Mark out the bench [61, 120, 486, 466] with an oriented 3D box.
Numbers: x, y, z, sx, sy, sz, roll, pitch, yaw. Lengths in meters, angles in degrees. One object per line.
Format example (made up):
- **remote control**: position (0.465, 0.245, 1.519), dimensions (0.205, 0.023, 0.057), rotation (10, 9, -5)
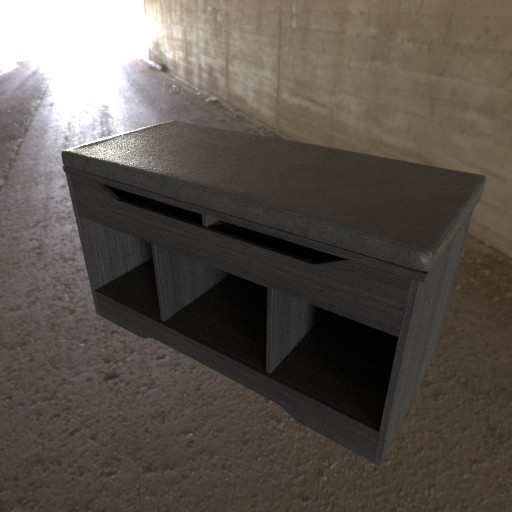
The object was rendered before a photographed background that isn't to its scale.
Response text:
- **bench**: position (0.000, 0.000, 1.130), dimensions (0.905, 0.501, 0.401), rotation (19, 35, 30)
